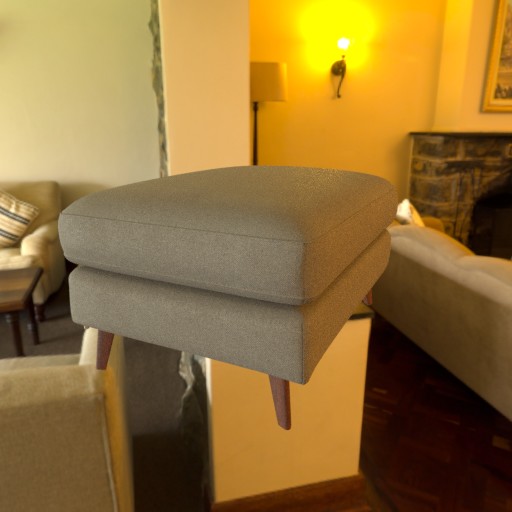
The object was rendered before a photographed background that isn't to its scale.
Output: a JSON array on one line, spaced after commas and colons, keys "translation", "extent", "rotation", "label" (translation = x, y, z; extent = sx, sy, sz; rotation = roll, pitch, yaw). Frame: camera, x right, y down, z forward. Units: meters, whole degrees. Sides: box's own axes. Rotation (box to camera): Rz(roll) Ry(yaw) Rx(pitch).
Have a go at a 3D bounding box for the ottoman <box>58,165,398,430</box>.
[{"translation": [0.000, 0.000, 1.195], "extent": [0.608, 0.449, 0.811], "rotation": [8, 18, 26], "label": "ottoman"}]
